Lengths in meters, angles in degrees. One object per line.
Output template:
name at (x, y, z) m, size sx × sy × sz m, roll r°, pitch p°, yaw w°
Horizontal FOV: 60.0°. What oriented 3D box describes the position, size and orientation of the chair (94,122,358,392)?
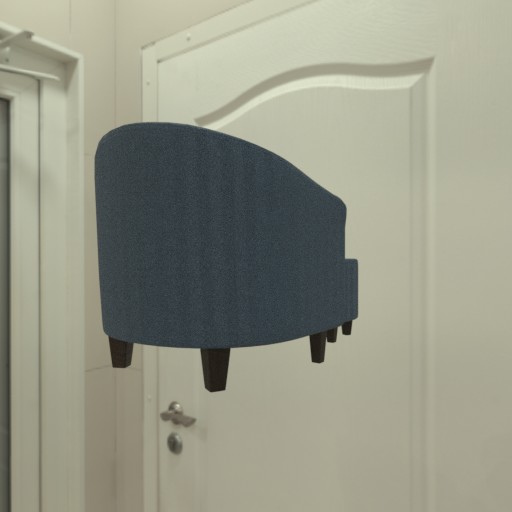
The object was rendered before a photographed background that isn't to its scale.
chair at (0.000, 0.000, 1.772) m, size 0.756 × 0.757 × 1.288 m, roll 0°, pitch 0°, yaw 37°
